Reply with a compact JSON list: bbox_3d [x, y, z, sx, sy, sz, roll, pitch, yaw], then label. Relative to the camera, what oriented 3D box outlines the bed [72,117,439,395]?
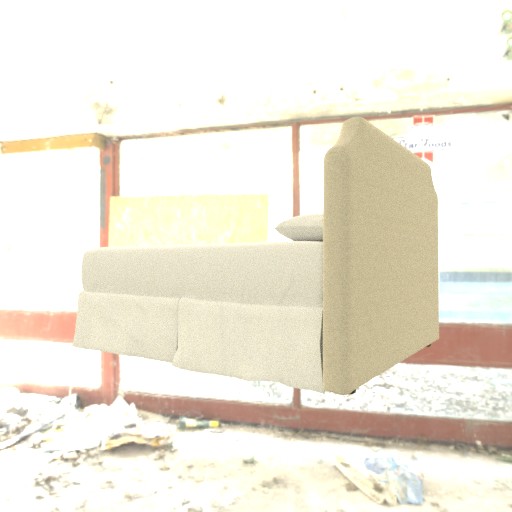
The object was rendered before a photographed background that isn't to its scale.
[{"bbox_3d":[0.000,0.000,3.173,2.116,1.290,1.693,0,-1,35],"label":"bed"}]
